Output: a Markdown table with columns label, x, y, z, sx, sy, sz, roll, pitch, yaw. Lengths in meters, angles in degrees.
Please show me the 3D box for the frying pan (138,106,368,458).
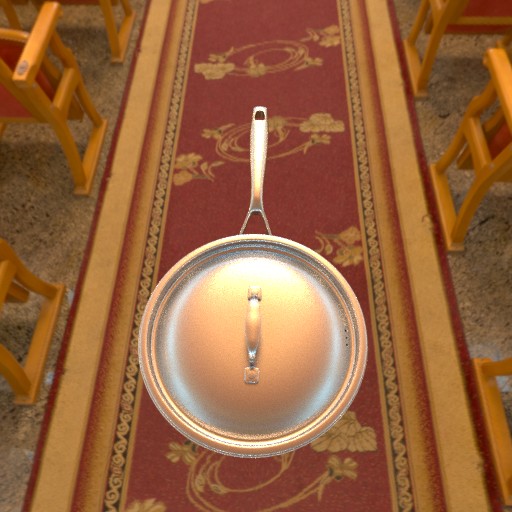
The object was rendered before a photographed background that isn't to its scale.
| label | x | y | z | sx | sy | sz | roll | pitch | yaw |
| --- | --- | --- | --- | --- | --- | --- | --- | --- | --- |
| frying pan | 0.000 | 0.000 | 0.588 | 0.272 | 0.086 | 0.490 | 2 | 62 | 1 |
